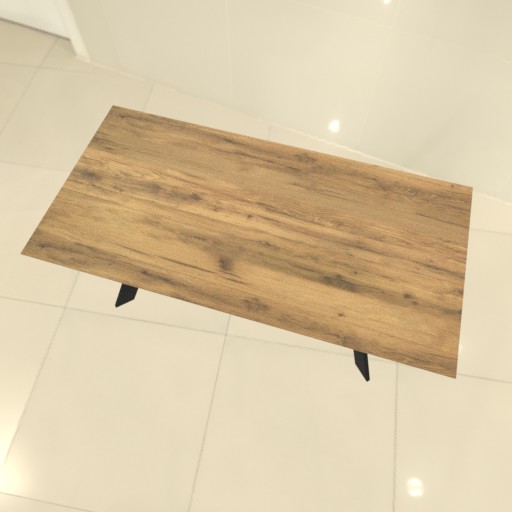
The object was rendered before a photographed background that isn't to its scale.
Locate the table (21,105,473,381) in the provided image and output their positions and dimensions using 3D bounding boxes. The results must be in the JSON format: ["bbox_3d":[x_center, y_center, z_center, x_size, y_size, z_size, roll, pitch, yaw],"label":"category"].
[{"bbox_3d":[0.000,0.000,2.501,2.000,0.770,1.000,15,63,8],"label":"table"}]
